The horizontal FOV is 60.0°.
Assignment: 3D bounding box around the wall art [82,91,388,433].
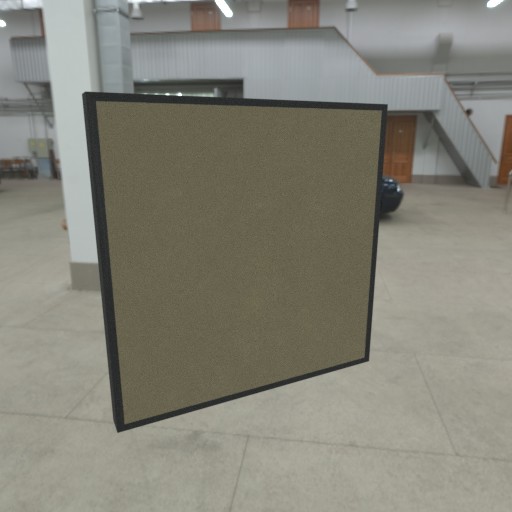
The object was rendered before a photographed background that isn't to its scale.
[{"bbox_3d":[0.000,0.000,0.760,0.509,0.507,0.037,-8,17,-26],"label":"wall art"}]
